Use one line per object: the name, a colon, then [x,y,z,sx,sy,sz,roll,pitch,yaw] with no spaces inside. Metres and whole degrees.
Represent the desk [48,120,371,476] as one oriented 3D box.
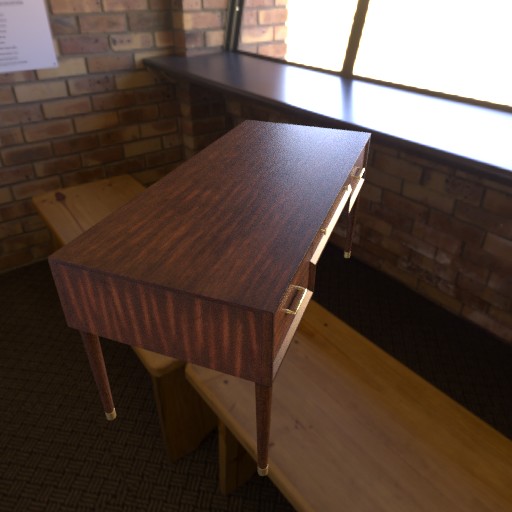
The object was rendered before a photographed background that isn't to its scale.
desk: [0.000,0.000,2.032,0.724,0.762,1.575,12,34,18]
